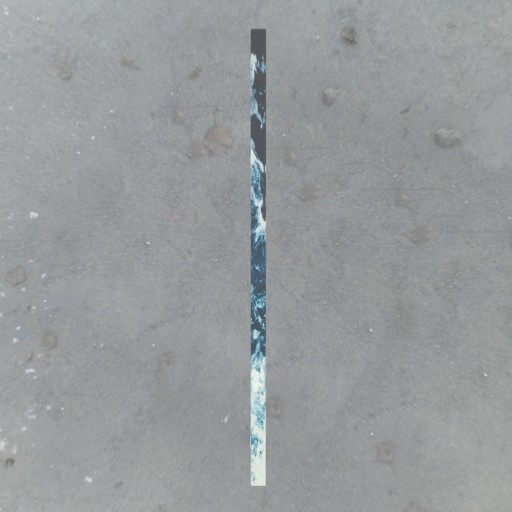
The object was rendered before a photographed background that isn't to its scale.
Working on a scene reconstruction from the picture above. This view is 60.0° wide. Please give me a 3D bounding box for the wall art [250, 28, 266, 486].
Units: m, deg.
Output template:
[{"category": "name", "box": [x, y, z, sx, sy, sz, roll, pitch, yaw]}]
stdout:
[{"category": "wall art", "box": [0.000, 0.000, 1.979, 0.055, 1.017, 1.524, 0, 92, -1]}]
